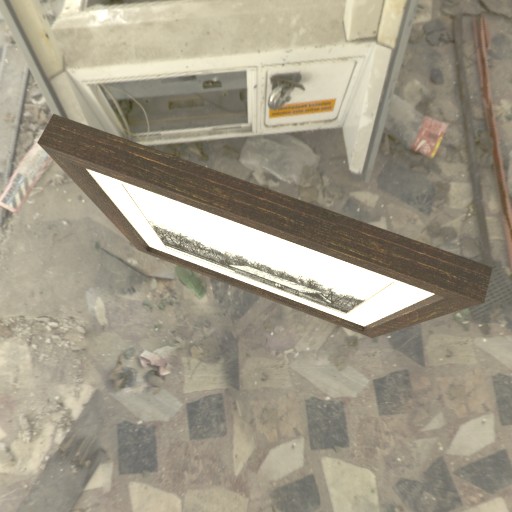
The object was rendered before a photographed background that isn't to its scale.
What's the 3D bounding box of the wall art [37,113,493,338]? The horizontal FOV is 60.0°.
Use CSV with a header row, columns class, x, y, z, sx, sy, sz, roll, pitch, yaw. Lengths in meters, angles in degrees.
class,x,y,z,sx,sy,sz,roll,pitch,yaw
wall art,0.000,0.000,0.517,0.381,0.330,0.031,20,76,5
